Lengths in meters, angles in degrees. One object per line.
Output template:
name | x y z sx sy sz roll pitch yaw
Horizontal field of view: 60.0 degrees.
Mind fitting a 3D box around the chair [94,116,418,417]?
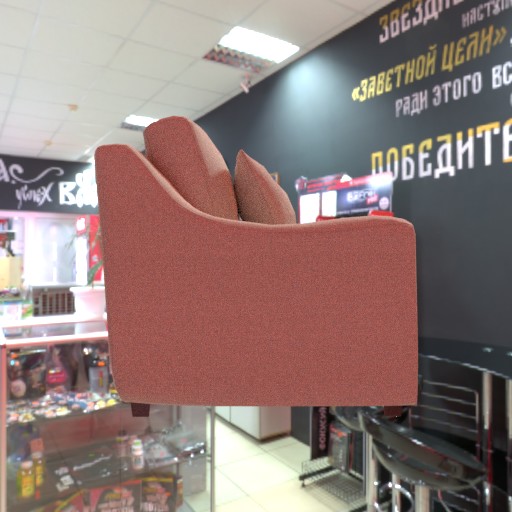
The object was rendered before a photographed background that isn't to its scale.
chair | 0.000 0.000 1.920 1.009 1.016 1.178 0 0 0
